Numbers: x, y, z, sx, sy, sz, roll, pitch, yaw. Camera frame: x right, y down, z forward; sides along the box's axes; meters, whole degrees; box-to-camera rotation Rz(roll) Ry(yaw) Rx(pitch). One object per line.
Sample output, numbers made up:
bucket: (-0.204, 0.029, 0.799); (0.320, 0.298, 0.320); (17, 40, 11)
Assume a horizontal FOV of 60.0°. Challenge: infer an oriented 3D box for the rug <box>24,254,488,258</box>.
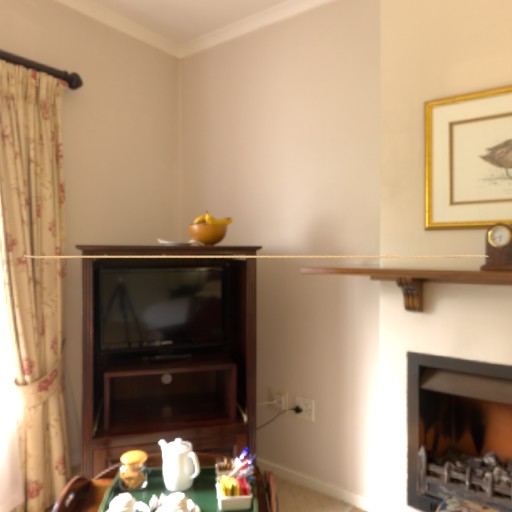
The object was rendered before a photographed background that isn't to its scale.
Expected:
rug: (0.000, 0.000, 3.060); (2.434, 0.023, 1.518); (0, 0, -1)
